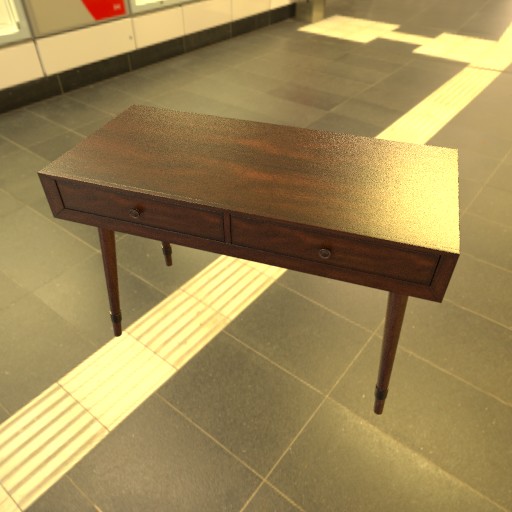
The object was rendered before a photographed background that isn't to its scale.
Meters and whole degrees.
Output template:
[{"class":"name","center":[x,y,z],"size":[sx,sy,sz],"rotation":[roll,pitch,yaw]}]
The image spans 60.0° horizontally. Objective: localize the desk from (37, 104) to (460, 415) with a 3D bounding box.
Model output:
[{"class":"desk","center":[0.000,0.000,2.157],"size":[1.577,1.031,0.734],"rotation":[12,42,14]}]
